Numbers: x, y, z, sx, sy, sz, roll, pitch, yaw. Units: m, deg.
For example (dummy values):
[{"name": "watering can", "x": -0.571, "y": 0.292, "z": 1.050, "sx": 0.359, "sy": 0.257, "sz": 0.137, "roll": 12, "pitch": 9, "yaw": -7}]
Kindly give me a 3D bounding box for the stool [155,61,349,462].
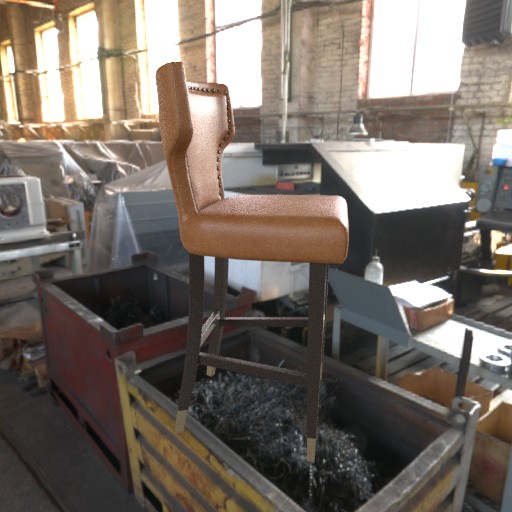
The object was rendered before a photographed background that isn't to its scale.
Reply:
[{"name": "stool", "x": 0.000, "y": 0.000, "z": 1.415, "sx": 0.563, "sy": 1.092, "sz": 0.526, "roll": 3, "pitch": 15, "yaw": 10}]
